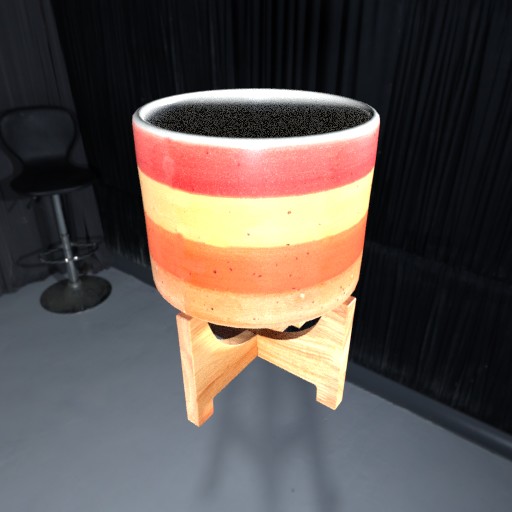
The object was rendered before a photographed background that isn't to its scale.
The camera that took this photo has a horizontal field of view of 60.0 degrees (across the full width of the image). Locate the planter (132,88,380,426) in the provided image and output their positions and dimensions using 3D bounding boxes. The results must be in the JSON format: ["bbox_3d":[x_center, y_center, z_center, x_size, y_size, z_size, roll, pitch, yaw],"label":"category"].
[{"bbox_3d":[0.000,0.000,0.415,0.199,0.268,0.199,0,30,0],"label":"planter"}]
